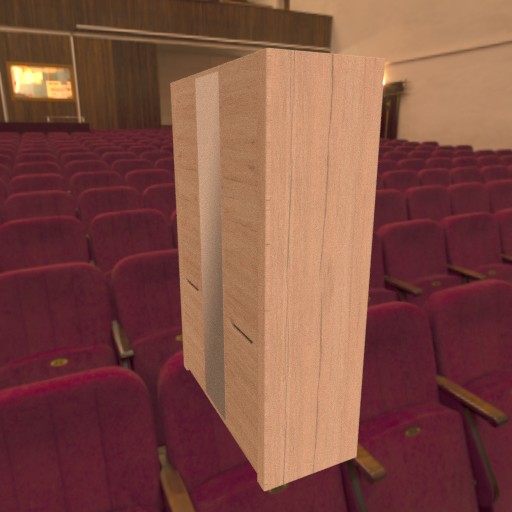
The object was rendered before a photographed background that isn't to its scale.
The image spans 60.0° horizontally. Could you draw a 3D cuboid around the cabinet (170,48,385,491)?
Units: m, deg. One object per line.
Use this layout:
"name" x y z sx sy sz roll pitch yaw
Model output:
"cabinet" 0.000 0.000 2.697 0.580 2.070 1.400 -7 17 -25
